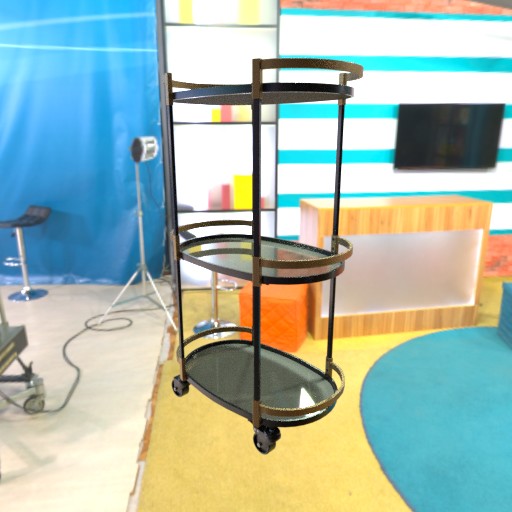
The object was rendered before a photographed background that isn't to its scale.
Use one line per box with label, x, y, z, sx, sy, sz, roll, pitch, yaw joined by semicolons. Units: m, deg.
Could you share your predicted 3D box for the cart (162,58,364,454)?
cart;0.000;0.000;1.151;0.515;0.885;0.311;15;21;43
